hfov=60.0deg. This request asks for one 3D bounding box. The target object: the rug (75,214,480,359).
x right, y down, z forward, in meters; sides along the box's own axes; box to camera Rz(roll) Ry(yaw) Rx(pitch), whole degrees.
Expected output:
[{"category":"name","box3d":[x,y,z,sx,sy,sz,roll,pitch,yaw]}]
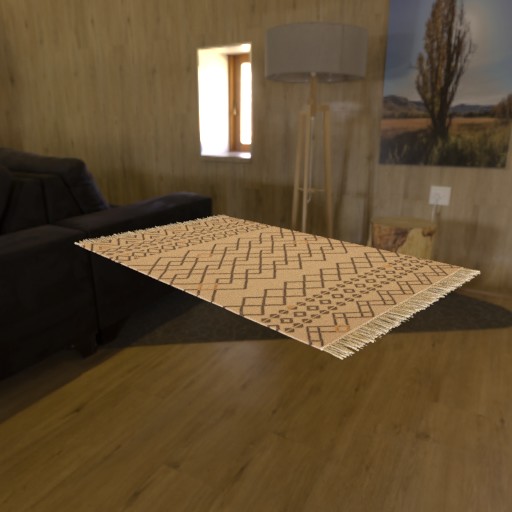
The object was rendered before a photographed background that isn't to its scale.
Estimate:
[{"category":"rug","box3d":[0.000,0.000,2.510,2.023,0.028,1.224,16,23,43]}]
